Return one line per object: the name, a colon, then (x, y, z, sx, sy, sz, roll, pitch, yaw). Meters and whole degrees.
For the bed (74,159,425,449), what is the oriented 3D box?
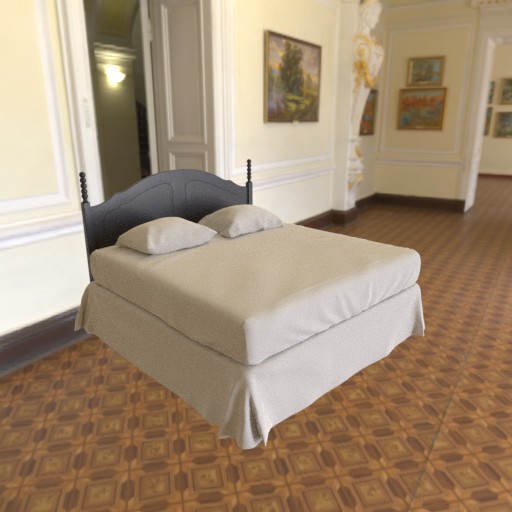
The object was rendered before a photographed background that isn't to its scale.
bed: (0.000, 0.000, 3.680, 2.322, 1.355, 2.219, -16, 23, -42)
